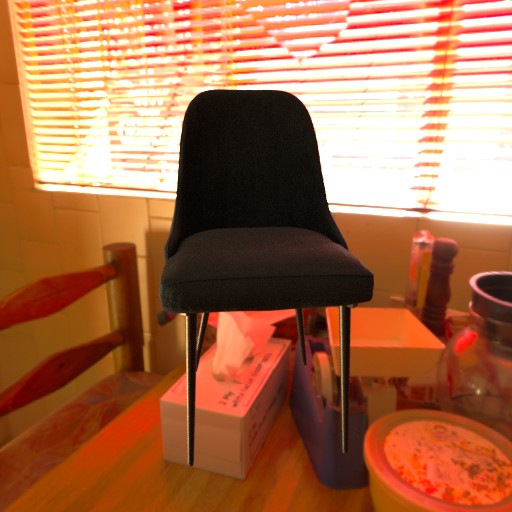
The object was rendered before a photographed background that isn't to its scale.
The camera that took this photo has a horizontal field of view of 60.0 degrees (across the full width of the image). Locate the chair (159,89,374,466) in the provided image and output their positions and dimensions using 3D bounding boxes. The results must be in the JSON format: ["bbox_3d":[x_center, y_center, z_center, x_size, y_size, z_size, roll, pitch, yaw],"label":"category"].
[{"bbox_3d":[0.000,0.000,1.198,0.478,0.896,0.559,-2,15,-7],"label":"chair"}]
